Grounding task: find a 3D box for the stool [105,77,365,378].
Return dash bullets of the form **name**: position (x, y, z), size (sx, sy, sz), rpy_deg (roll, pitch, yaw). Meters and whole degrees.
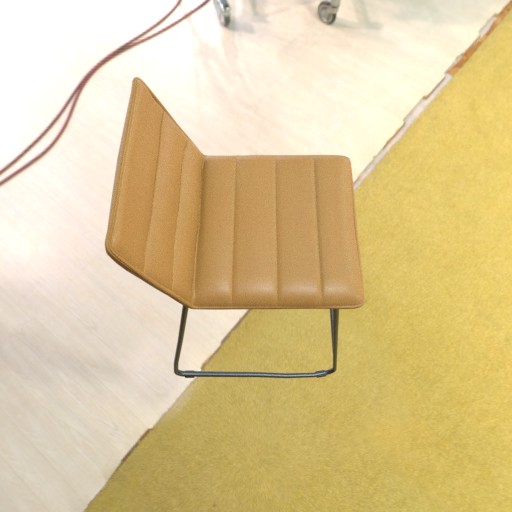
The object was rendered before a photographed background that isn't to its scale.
- **stool**: position (0.000, 0.000, 1.173), size (0.524, 0.866, 0.489), rpy_deg (0, 65, 0)
